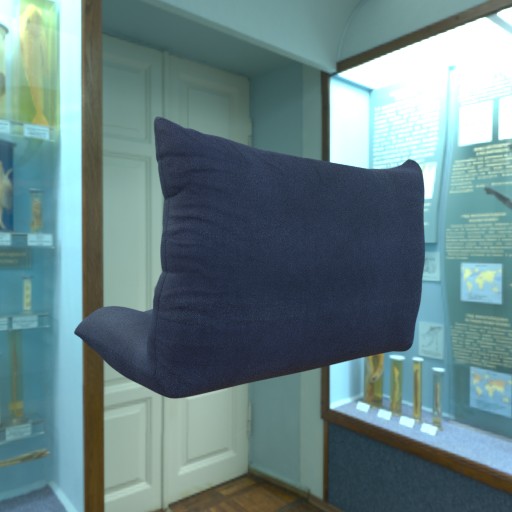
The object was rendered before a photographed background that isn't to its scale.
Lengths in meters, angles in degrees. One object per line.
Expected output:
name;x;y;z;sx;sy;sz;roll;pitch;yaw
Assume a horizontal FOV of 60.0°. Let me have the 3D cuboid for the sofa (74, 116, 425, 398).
sofa;0.000;0.000;1.699;1.122;0.778;0.849;0;1;-37
